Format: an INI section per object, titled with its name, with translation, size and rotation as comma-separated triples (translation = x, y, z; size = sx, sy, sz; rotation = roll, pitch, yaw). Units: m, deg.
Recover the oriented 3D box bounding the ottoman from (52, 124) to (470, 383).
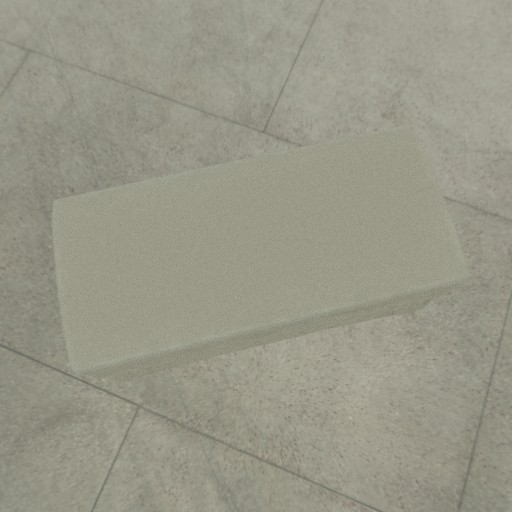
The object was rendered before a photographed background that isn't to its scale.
[ottoman]
translation = 0.000, 0.000, 1.712
size = 1.388, 0.457, 0.665
rotation = -13, 74, -4
